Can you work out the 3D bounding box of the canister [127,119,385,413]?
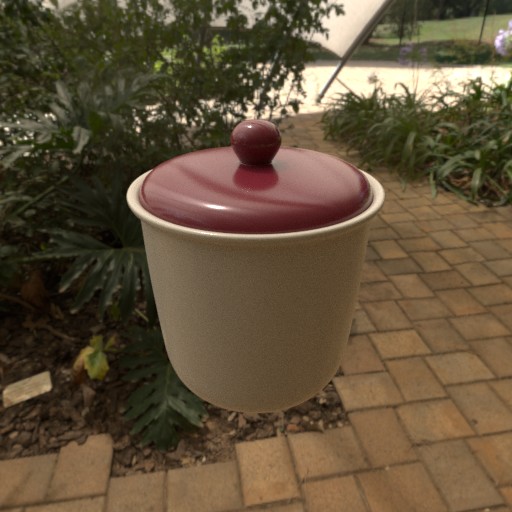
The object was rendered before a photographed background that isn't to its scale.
[{"bbox_3d":[0.000,0.000,0.348,0.182,0.208,0.182,0,28,0],"label":"canister"}]
